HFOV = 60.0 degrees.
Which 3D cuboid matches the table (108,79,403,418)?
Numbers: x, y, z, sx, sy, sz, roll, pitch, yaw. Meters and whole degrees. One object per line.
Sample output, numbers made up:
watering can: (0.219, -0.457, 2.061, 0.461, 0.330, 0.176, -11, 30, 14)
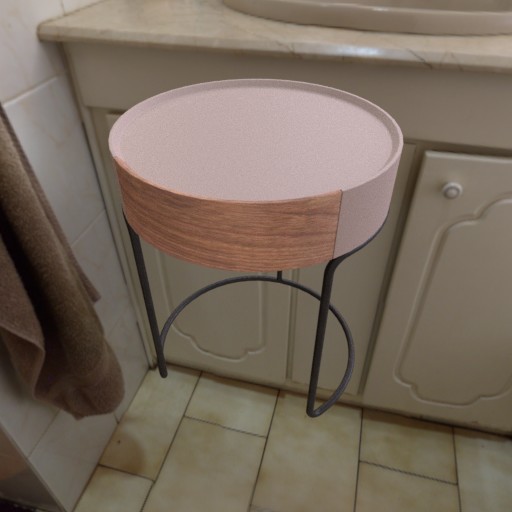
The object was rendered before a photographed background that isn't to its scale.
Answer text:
table: (0.000, 0.000, 0.862, 0.450, 0.530, 0.450, 0, 39, 0)
